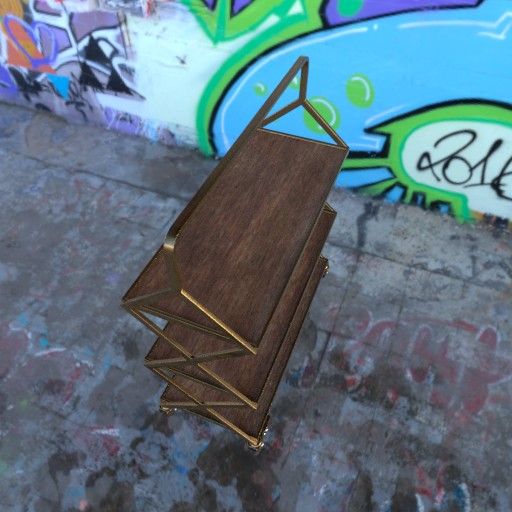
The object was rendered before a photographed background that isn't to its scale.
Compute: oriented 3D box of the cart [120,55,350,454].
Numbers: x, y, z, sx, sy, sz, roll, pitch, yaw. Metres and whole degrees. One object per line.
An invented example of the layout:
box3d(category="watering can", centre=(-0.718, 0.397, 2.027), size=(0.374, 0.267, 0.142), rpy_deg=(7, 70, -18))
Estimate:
box3d(category="cart", centre=(0.000, 0.000, 1.177), size=(0.313, 0.805, 0.723), rpy_deg=(17, 51, 14))
